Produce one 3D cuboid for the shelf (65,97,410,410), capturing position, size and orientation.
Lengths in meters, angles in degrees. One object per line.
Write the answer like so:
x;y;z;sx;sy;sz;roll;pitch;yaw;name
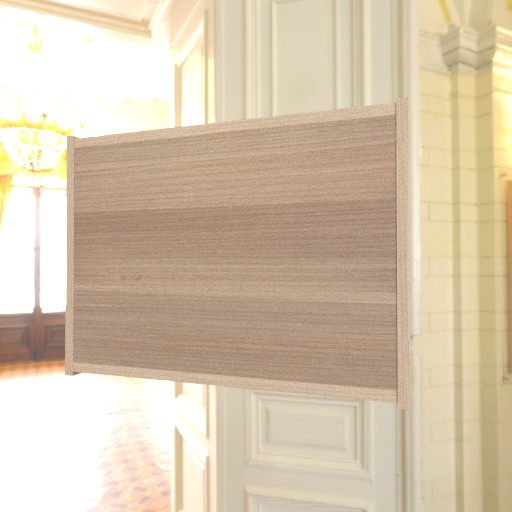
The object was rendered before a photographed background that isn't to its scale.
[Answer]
0.000;0.000;0.636;0.415;0.305;0.290;0;-1;19;shelf
